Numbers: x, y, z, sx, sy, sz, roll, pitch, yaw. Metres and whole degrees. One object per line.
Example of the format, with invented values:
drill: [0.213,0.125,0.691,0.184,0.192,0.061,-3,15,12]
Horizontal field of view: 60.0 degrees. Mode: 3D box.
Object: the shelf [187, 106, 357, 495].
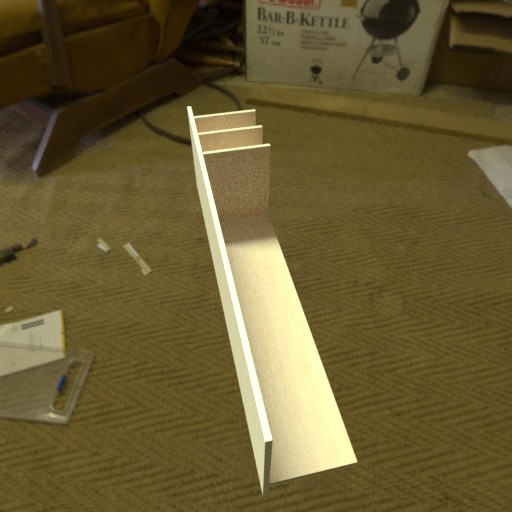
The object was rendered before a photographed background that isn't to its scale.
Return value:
shelf: [0.000,0.000,1.136,0.200,0.300,1.020,-9,48,-8]
